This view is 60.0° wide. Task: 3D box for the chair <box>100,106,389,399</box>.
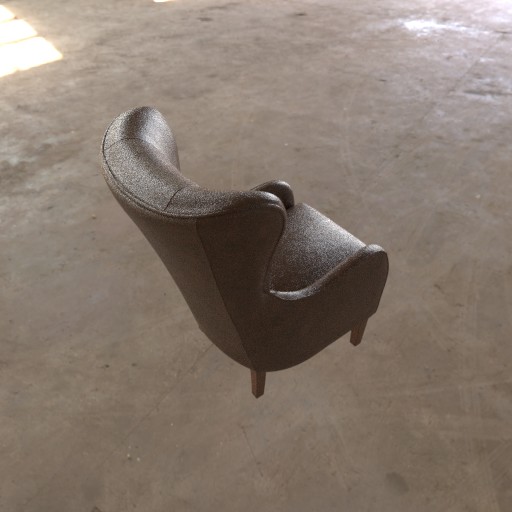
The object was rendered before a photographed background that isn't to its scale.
[{"bbox_3d":[0.000,0.000,1.658,0.914,1.048,0.692,-25,47,-26],"label":"chair"}]
